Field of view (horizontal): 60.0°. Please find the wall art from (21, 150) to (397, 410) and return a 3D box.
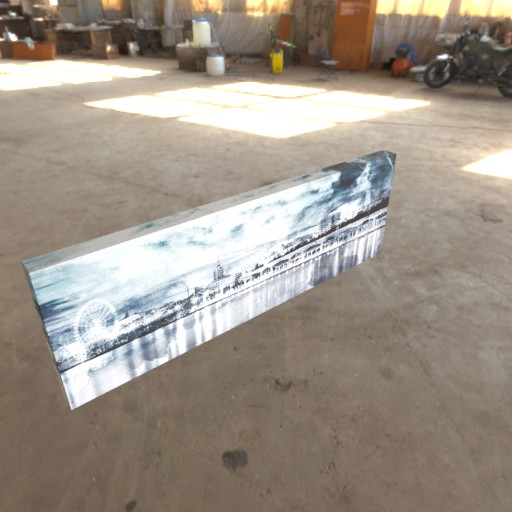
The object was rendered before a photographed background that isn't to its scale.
[{"bbox_3d":[0.000,0.000,0.834,0.759,0.251,0.037,-22,37,-33],"label":"wall art"}]
